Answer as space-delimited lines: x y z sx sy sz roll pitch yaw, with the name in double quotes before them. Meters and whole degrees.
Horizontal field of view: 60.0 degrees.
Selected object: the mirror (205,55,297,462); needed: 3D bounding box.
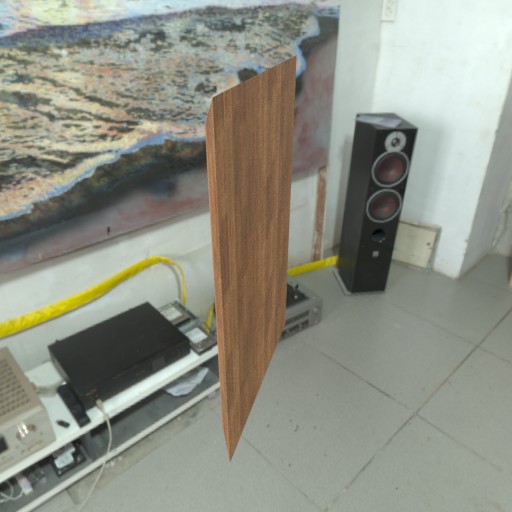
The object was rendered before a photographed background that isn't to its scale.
"mirror" 0.000 0.000 1.295 0.047 1.010 0.651 9 32 15
